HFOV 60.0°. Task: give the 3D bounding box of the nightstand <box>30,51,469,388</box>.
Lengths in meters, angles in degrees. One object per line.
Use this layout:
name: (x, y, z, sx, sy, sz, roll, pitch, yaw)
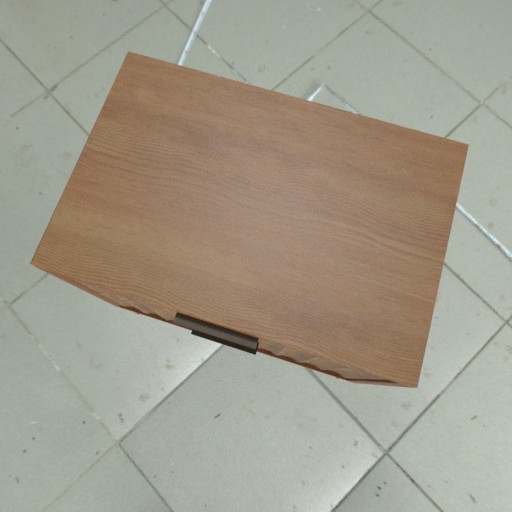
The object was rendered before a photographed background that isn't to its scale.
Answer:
nightstand: (0.000, 0.000, 1.009, 0.613, 0.615, 0.427, 17, 76, 4)
